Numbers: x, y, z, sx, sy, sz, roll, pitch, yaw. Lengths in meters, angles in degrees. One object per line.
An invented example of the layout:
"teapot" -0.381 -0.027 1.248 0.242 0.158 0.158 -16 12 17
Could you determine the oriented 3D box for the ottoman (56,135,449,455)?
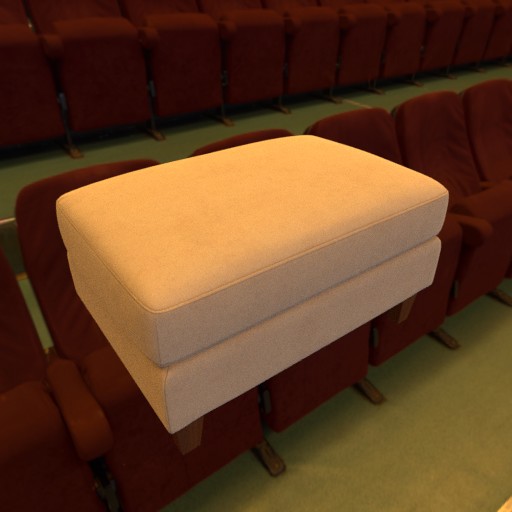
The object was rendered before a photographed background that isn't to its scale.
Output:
"ottoman" 0.000 0.000 1.203 0.864 0.483 0.584 -21 38 -30
